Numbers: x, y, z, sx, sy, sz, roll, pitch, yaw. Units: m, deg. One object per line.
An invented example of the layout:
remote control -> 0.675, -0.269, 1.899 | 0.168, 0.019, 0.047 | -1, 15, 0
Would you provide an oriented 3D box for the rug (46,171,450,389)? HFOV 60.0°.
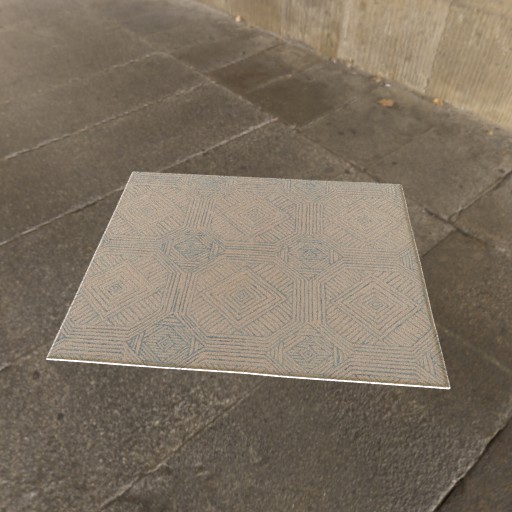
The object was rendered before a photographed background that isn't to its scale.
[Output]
rug -> 0.000, 0.000, 4.171 | 3.049, 0.015, 2.457 | 3, 46, 3
